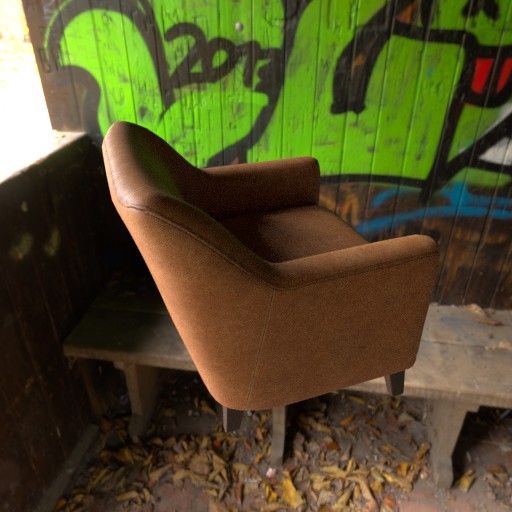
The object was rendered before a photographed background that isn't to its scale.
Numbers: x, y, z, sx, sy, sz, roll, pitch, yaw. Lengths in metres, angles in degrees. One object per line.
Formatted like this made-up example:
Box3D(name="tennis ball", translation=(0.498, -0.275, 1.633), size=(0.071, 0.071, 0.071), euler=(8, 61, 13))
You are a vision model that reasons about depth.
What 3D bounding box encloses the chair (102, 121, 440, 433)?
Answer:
Box3D(name="chair", translation=(0.000, 0.000, 1.807), size=(1.034, 0.980, 1.037), euler=(-10, 32, -17))
